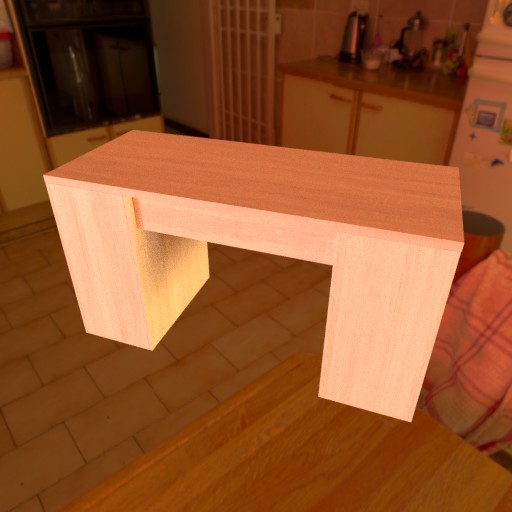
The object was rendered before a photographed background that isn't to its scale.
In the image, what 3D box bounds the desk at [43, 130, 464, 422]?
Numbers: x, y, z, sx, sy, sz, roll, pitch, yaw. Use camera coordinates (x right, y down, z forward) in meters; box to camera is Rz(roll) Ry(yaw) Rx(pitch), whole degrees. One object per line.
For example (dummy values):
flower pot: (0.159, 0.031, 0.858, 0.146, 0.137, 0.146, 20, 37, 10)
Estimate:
desk: (0.000, 0.000, 1.806, 1.390, 0.740, 0.600, 11, 34, 17)
